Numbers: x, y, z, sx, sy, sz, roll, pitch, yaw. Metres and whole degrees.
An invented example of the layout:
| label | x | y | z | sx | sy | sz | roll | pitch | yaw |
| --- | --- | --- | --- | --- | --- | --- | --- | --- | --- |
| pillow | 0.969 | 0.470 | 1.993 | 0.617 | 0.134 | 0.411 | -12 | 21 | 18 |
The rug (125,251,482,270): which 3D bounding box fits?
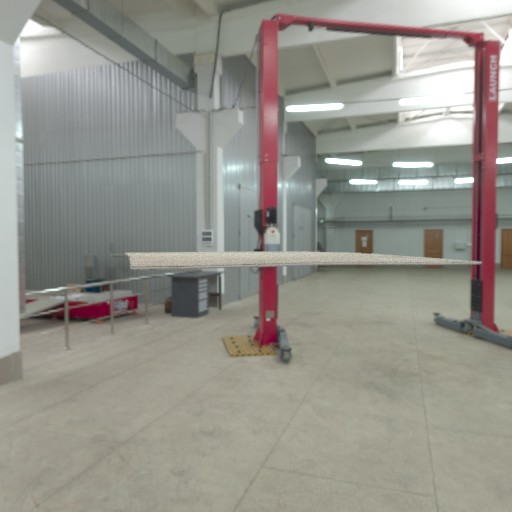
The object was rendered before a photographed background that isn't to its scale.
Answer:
| label | x | y | z | sx | sy | sz | roll | pitch | yaw |
| --- | --- | --- | --- | --- | --- | --- | --- | --- | --- |
| rug | 0.000 | 0.000 | 4.339 | 2.434 | 0.045 | 3.202 | -1 | 2 | -17 |
